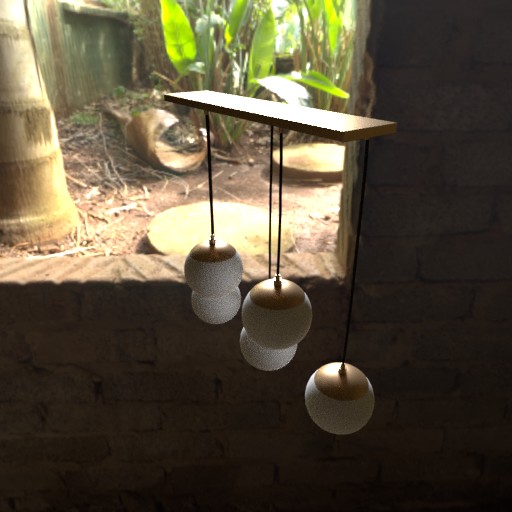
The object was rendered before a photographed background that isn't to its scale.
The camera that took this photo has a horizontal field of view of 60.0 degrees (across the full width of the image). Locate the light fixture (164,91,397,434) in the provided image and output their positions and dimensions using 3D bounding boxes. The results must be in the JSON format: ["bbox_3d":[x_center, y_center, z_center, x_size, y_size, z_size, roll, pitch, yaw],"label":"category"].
[{"bbox_3d":[0.000,0.000,1.339,0.299,0.869,0.863,-18,32,-32],"label":"light fixture"}]
